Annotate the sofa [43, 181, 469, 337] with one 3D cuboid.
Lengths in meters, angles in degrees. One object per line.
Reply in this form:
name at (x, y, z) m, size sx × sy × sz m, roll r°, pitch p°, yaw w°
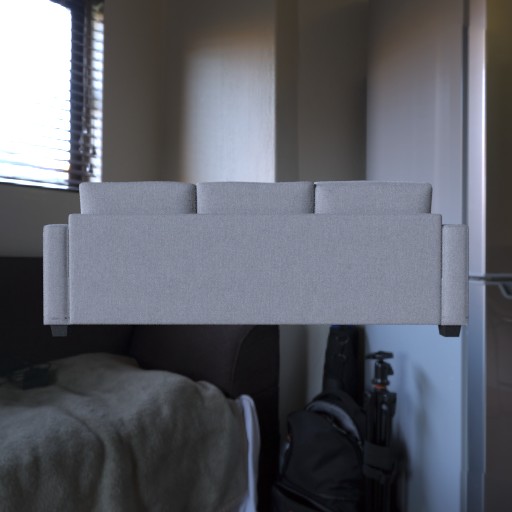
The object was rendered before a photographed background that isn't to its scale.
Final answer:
sofa at (0.000, 0.000, 2.624) m, size 2.120 × 0.800 × 0.900 m, roll 0°, pitch 1°, yaw 0°
